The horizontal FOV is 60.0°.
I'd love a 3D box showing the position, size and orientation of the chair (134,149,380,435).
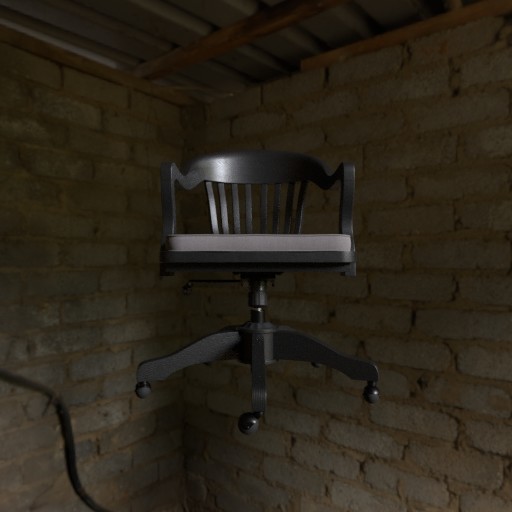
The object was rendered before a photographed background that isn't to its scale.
[{"bbox_3d":[0.000,0.000,1.461,0.750,0.878,0.788,0,0,0],"label":"chair"}]
